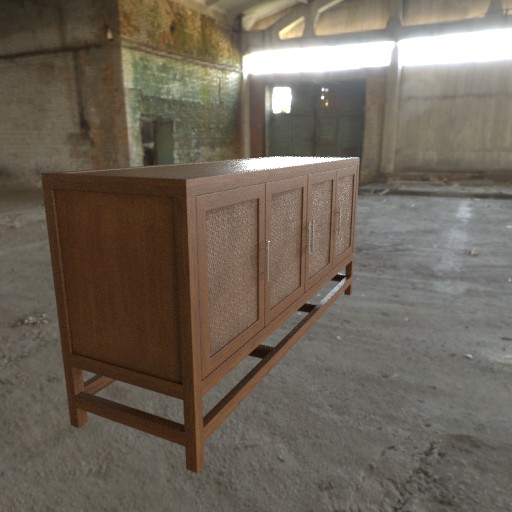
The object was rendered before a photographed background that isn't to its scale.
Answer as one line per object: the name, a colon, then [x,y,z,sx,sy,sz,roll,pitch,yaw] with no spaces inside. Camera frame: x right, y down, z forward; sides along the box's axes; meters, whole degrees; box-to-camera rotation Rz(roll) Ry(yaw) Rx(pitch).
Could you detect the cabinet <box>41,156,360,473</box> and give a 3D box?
cabinet: [0.000,0.000,1.991,0.522,0.820,1.708,7,16,25]
